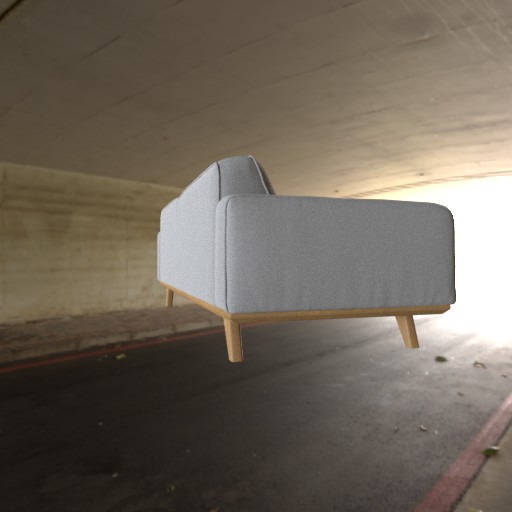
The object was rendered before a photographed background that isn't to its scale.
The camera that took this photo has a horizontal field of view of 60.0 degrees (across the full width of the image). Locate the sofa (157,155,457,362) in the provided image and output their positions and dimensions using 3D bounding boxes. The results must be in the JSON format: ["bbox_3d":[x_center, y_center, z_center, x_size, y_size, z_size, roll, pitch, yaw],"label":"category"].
[{"bbox_3d":[0.000,0.000,2.667,0.956,0.781,2.270,0,0,-18],"label":"sofa"}]
